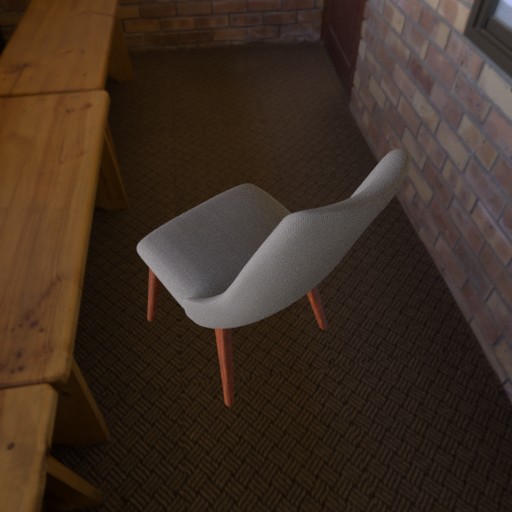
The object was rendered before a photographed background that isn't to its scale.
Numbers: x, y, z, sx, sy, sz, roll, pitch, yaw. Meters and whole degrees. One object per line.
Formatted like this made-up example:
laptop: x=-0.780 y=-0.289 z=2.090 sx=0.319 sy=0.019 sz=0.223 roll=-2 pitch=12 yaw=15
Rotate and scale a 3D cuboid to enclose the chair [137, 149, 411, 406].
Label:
chair: x=0.000 y=0.000 z=1.325 sx=0.535 sy=0.918 sz=0.707 roll=-32 pitch=55 yaw=-26
